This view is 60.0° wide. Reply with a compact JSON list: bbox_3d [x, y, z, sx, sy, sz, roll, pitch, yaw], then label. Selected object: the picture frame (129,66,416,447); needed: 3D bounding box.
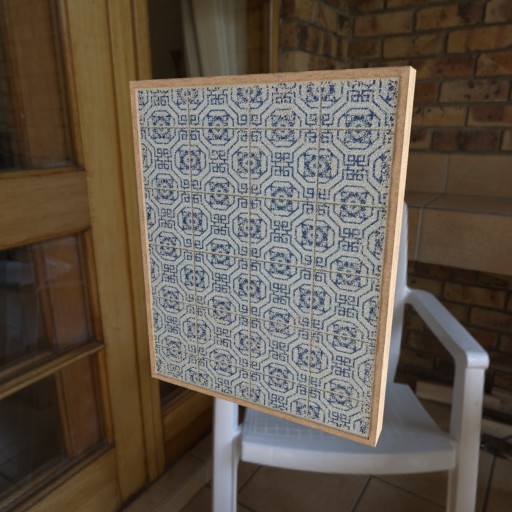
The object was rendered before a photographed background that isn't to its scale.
[{"bbox_3d":[0.000,0.000,0.696,0.421,0.526,0.046,8,19,26],"label":"picture frame"}]
